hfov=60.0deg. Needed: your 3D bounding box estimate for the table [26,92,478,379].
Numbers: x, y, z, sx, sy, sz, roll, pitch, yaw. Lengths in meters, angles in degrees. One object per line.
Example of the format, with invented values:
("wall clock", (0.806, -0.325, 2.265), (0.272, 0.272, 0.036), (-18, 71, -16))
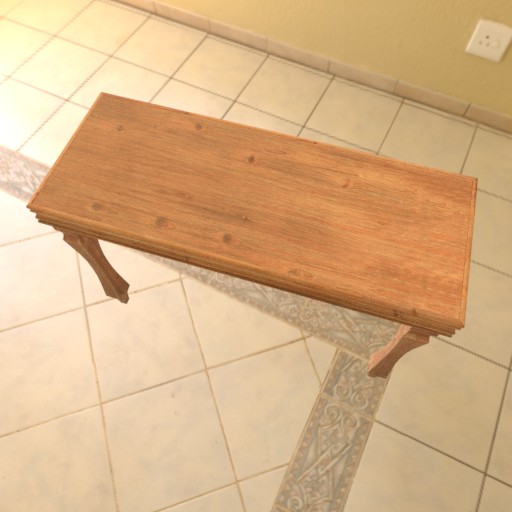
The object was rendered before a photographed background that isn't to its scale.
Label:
("table", (0.000, 0.000, 1.779), (1.330, 0.873, 0.522), (15, 63, 8))
